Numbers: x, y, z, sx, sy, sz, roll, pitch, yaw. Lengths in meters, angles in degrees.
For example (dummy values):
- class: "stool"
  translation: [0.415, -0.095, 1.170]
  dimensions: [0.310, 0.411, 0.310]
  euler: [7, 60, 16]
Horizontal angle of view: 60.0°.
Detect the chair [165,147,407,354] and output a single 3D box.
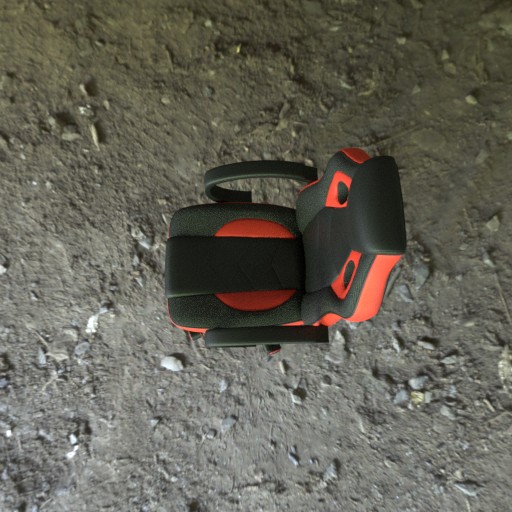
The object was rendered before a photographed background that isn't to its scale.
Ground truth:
- class: "chair"
  translation: [0.000, 0.000, 1.414]
  dimensions: [0.642, 1.016, 0.600]
  euler: [-2, 76, 0]
